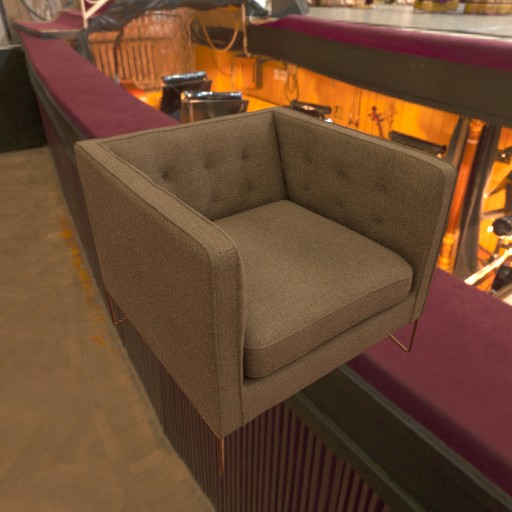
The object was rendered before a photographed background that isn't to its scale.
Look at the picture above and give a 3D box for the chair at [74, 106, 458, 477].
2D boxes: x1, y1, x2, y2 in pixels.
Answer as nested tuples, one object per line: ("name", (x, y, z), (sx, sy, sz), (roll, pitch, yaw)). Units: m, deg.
("chair", (0.000, 0.000, 1.625), (0.920, 0.799, 0.912), (-21, 37, -30))
